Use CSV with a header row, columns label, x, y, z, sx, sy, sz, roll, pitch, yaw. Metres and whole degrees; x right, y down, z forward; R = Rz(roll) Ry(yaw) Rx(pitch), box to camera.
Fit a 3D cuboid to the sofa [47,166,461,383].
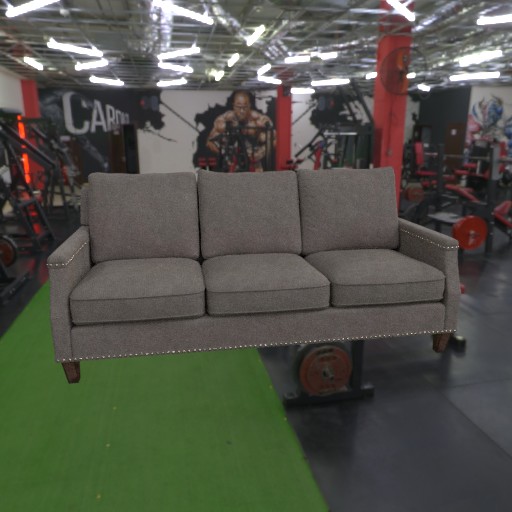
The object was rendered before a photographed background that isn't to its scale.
label,x,y,z,sx,sy,sz,roll,pitch,yaw
sofa,0.000,0.000,2.766,2.226,1.042,1.034,-2,16,-9
